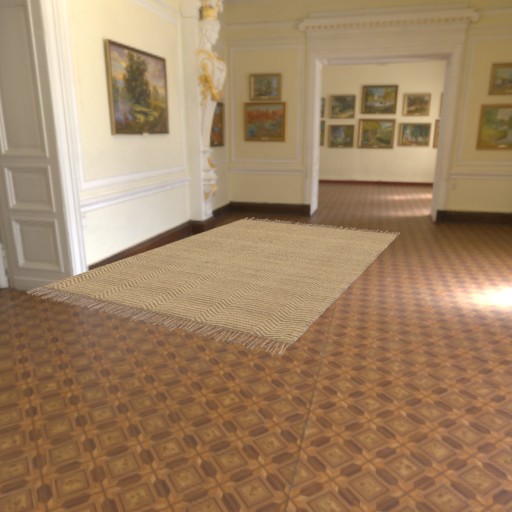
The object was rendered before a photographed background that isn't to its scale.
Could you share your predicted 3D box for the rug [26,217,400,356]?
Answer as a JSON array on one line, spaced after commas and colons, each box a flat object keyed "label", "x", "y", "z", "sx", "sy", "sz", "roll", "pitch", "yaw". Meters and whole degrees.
[{"label": "rug", "x": 0.000, "y": 0.000, "z": 2.505, "sx": 1.224, "sy": 0.027, "sz": 2.021, "roll": 8, "pitch": 17, "yaw": 27}]
